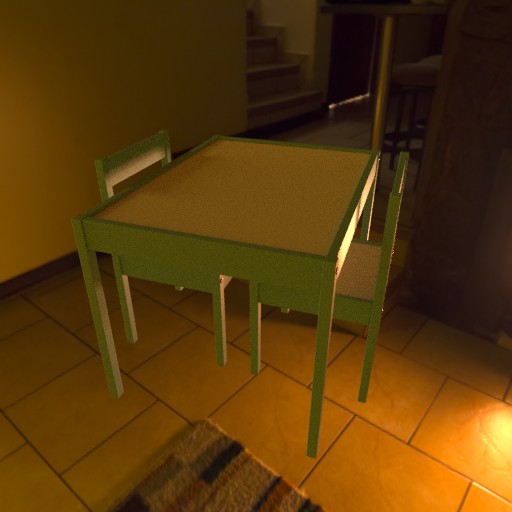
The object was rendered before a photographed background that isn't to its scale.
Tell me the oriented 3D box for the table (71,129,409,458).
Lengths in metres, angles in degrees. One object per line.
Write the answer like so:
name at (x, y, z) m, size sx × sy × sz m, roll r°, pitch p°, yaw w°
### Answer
table at (0.000, 0.000, 1.093) m, size 0.633 × 0.503 × 0.639 m, roll 10°, pitch 31°, yaw 17°
